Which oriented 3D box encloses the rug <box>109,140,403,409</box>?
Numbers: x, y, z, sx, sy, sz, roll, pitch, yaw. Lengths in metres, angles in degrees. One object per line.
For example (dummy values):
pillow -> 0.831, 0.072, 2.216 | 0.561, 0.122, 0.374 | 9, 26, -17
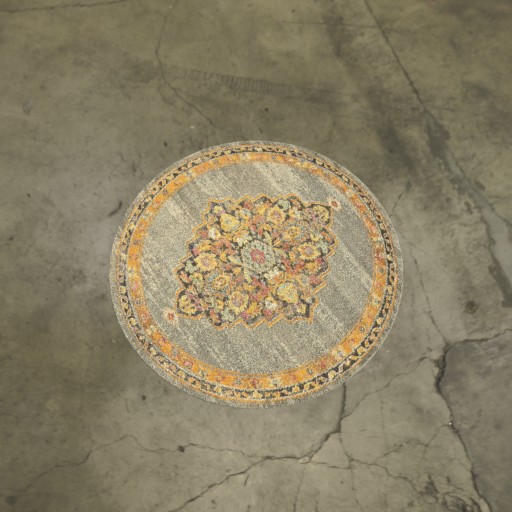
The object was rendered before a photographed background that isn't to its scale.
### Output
rug -> 0.000, 0.000, 2.431 | 1.598, 0.010, 1.598 | 0, 65, 0
